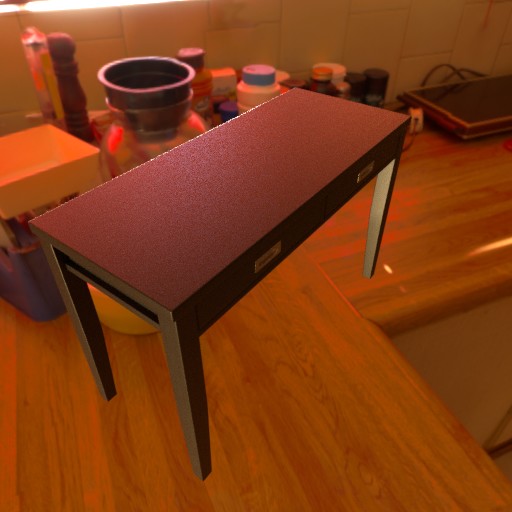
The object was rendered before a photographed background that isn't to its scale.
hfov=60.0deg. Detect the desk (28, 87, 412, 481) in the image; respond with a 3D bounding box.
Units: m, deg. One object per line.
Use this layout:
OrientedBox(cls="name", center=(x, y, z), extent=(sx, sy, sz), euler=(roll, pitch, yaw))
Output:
OrientedBox(cls="desk", center=(0.000, 0.000, 1.608), extent=(0.508, 0.775, 1.220), euler=(26, 46, 28))
